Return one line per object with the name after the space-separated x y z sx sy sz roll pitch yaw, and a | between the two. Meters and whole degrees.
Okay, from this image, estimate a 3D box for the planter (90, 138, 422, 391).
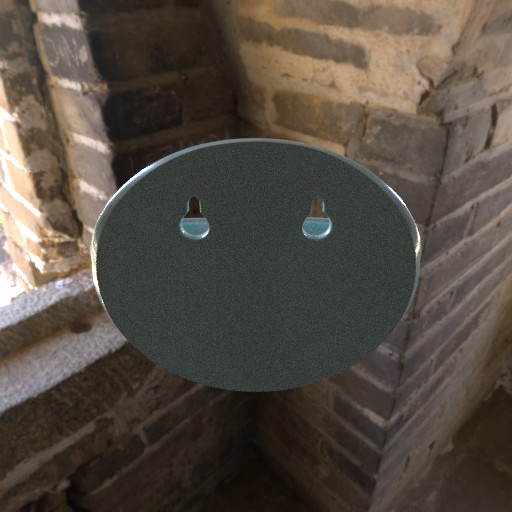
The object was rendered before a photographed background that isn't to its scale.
0.000 0.000 0.279 0.189 0.164 0.073 0 29 0 | planter
